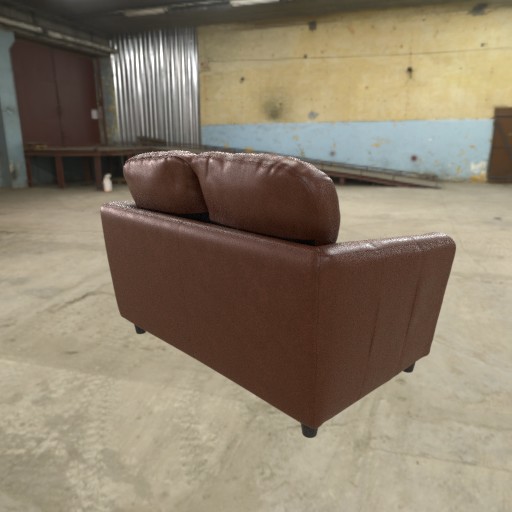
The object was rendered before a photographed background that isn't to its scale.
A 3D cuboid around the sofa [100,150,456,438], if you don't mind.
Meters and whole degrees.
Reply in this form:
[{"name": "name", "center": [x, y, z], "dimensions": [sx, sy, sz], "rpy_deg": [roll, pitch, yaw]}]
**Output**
[{"name": "sofa", "center": [0.000, 0.000, 1.938], "dimensions": [0.805, 0.906, 1.406], "rpy_deg": [-14, 20, -42]}]
